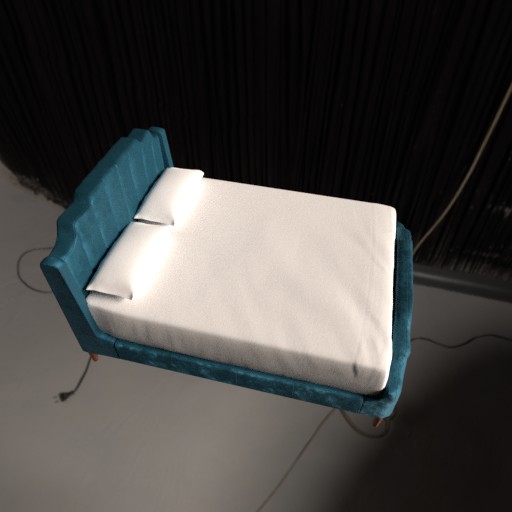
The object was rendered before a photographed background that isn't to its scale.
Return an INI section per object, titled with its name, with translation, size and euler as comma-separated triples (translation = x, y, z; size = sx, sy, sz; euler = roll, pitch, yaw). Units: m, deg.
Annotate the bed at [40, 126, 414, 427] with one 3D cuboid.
[bed]
translation = 0.000, 0.000, 3.389
size = 2.322, 1.338, 1.678
euler = 10, 47, 10
